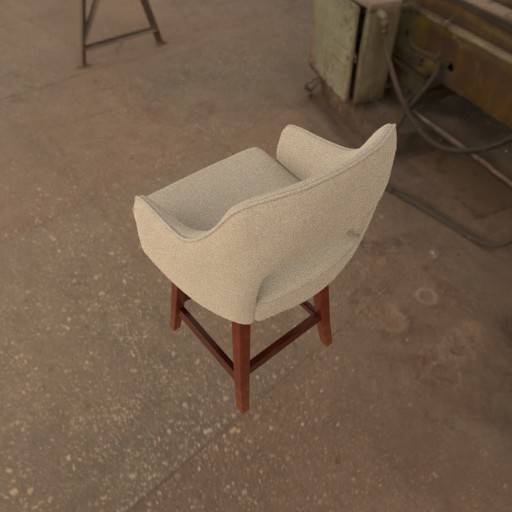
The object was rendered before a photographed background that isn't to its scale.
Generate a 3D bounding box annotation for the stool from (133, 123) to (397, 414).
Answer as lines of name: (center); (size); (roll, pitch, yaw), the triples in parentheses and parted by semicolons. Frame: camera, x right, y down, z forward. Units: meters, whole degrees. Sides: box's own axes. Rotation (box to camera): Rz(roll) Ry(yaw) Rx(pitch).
stool: (0.000, 0.000, 1.290); (0.550, 0.936, 0.560); (-31, 55, -25)
